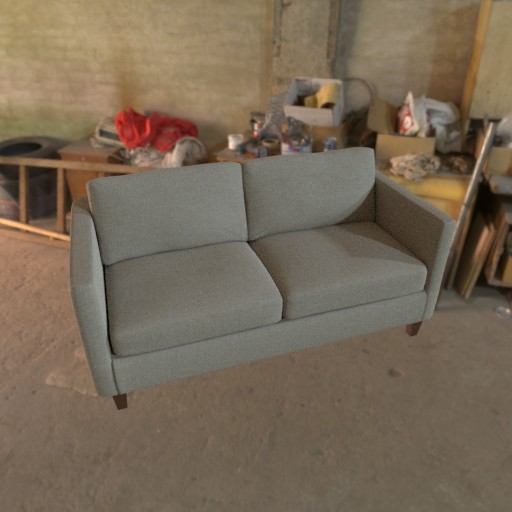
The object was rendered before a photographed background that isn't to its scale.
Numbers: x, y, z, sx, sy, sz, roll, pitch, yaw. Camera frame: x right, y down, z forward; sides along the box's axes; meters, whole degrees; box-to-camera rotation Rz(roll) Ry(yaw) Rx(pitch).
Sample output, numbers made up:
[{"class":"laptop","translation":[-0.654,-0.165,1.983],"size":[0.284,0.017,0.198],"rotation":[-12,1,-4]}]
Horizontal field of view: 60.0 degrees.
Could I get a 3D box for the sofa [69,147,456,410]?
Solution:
[{"class":"sofa","translation":[0.000,0.000,2.498],"size":[1.884,0.947,0.951],"rotation":[-10,33,-16]}]
